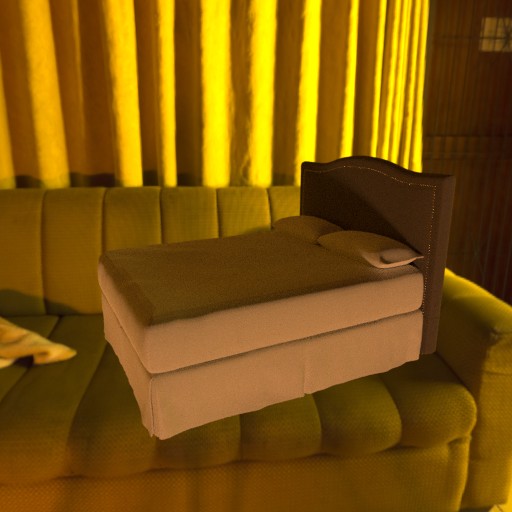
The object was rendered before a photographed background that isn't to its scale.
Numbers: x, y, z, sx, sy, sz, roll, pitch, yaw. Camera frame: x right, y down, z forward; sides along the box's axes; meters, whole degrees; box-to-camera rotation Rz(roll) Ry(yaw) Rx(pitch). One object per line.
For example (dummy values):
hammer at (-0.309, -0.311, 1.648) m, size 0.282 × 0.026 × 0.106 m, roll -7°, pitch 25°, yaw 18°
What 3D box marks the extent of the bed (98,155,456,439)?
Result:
bed at (0.000, 0.000, 3.227) m, size 2.036 × 1.387 × 1.666 m, roll -8°, pitch 17°, yaw -27°
